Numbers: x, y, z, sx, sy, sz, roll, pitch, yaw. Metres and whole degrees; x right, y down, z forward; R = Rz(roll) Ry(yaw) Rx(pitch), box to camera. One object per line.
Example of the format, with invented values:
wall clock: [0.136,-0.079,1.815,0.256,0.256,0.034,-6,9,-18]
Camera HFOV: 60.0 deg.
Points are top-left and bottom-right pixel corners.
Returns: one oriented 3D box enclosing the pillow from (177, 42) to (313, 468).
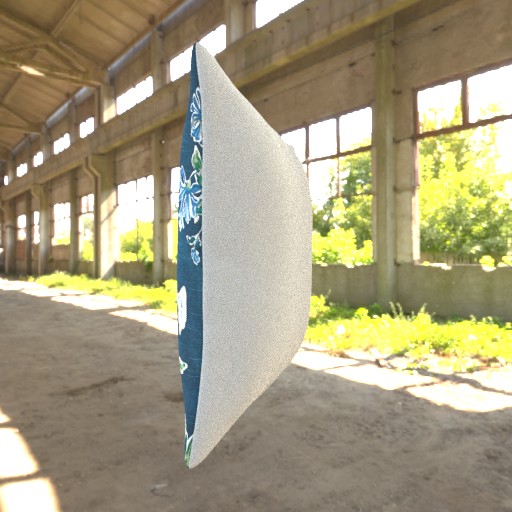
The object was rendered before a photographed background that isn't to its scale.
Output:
pillow: [0.000,0.000,0.774,0.166,0.508,0.525,0,0,17]
